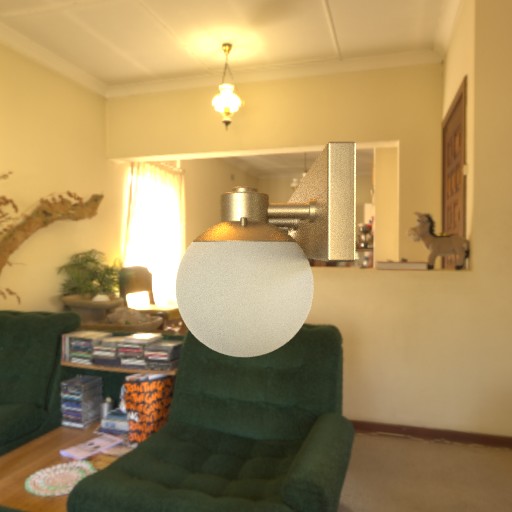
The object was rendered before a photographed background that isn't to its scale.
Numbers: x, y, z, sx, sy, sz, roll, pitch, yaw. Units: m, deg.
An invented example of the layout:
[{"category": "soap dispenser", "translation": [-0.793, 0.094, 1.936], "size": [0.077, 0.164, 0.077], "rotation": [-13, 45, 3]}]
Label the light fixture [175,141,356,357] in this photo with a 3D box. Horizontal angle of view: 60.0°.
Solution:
[{"category": "light fixture", "translation": [0.000, 0.000, 0.847], "size": [0.218, 0.263, 0.721], "rotation": [0, 1, 0]}]
